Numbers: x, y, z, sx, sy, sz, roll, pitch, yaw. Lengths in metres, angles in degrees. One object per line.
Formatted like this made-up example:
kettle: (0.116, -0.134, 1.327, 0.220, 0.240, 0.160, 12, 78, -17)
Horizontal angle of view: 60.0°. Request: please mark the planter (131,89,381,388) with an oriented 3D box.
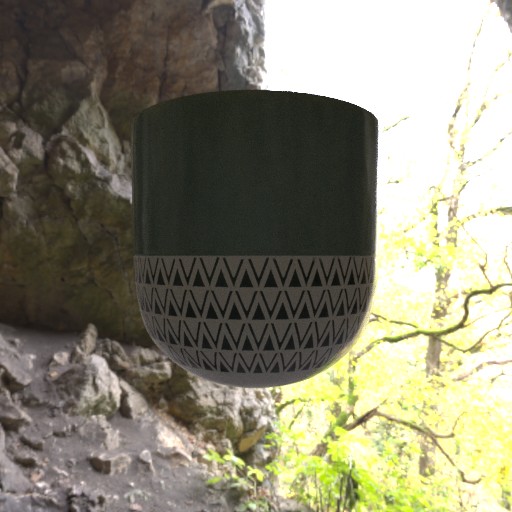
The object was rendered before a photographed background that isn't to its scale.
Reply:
planter: (0.000, 0.000, 0.490, 0.266, 0.270, 0.266, 0, 0, 0)
